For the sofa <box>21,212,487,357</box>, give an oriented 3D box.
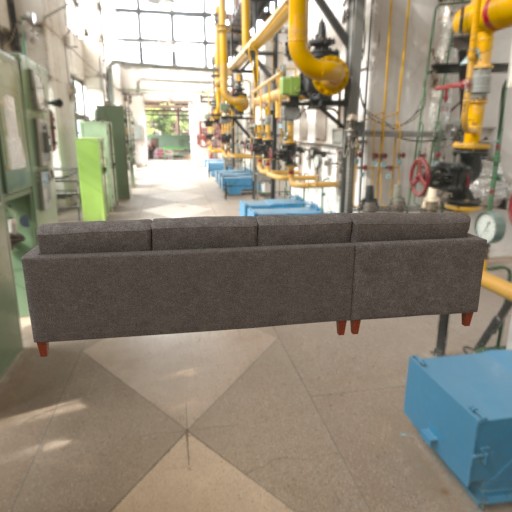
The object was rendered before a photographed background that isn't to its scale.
[{"bbox_3d":[0.000,0.000,4.037,3.471,0.954,1.606,-2,15,-9],"label":"sofa"}]
